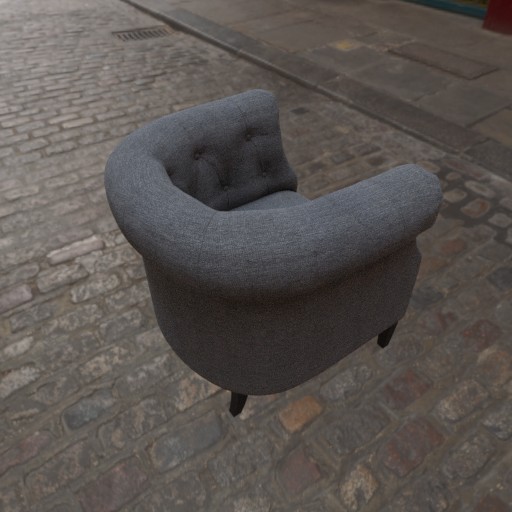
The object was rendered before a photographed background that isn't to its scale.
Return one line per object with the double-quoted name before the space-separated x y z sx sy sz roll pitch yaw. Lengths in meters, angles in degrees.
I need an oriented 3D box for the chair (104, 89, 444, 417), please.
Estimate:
"chair" 0.000 0.000 1.542 0.852 0.827 0.905 -25 47 -26
